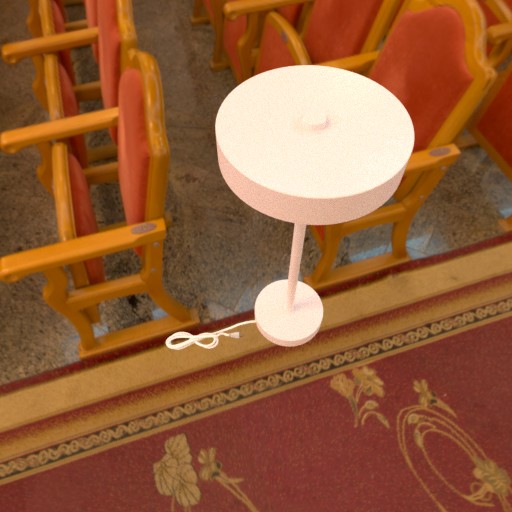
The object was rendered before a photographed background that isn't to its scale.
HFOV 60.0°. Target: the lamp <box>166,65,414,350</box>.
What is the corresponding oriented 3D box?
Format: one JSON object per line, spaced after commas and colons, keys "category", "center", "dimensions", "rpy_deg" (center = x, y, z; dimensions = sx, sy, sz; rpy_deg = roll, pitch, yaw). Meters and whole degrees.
{"category": "lamp", "center": [0.000, 0.000, 0.705], "dimensions": [0.369, 0.508, 0.229], "rpy_deg": [-14, 57, -9]}
